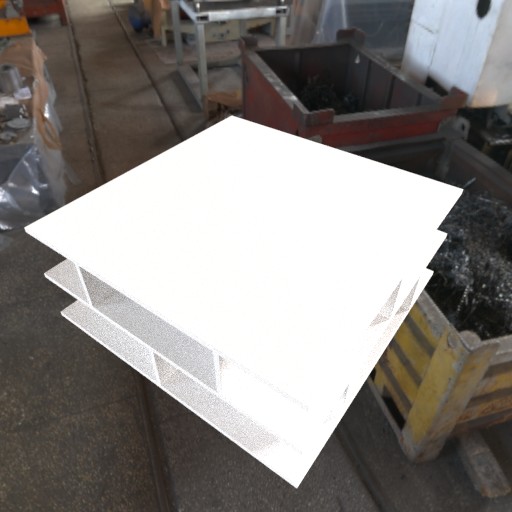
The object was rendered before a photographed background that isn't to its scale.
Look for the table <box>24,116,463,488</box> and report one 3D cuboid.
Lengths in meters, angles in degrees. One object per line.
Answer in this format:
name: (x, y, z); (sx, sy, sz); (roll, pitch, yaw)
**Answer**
table: (0.000, 0.000, 1.086); (0.700, 0.289, 0.700); (26, 47, 27)
